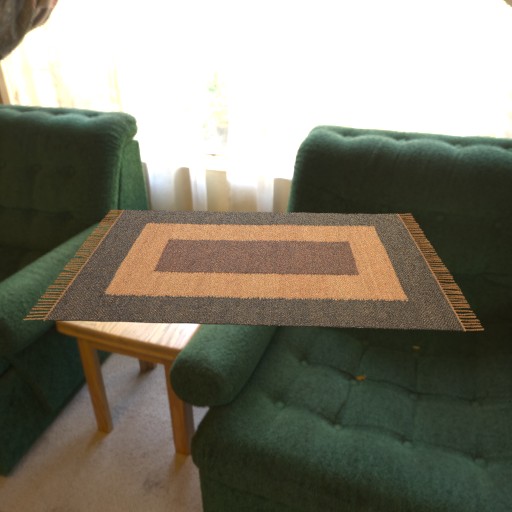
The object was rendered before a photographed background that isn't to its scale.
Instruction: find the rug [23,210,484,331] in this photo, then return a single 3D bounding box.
[{"bbox_3d":[0.000,0.000,1.858,1.541,0.013,0.920,1,30,2],"label":"rug"}]
